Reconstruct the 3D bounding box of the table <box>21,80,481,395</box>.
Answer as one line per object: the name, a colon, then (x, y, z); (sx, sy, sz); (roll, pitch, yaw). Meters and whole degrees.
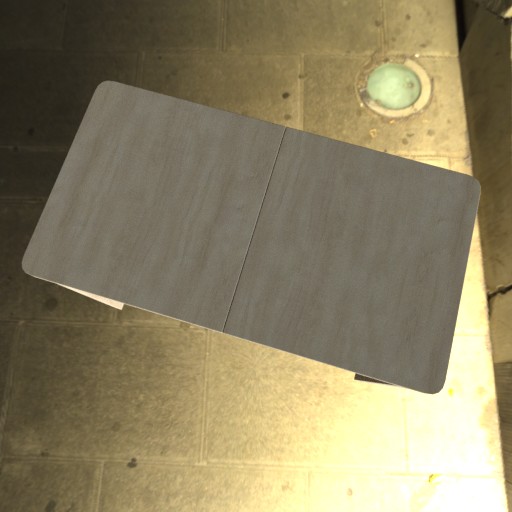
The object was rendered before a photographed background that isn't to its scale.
table: (0.000, 0.000, 1.914); (1.400, 0.900, 0.750); (16, 77, 4)
